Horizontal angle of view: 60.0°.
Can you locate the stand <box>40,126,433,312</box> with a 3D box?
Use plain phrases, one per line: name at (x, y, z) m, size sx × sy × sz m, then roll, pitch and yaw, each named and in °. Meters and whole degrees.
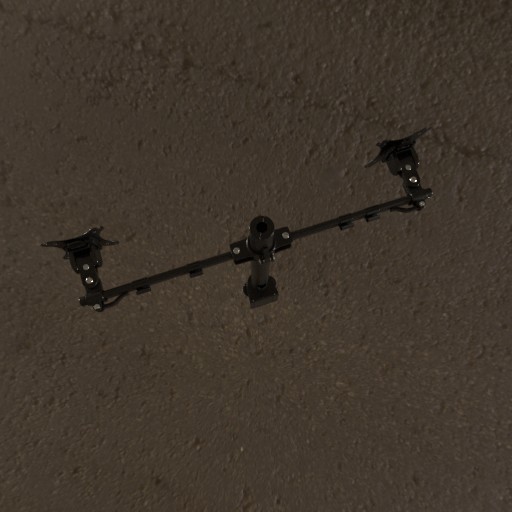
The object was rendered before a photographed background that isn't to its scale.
stand at (0.000, 0.000, 1.025) m, size 0.743 × 0.603 × 0.150 m, roll -18°, pitch 76°, yaw -4°
